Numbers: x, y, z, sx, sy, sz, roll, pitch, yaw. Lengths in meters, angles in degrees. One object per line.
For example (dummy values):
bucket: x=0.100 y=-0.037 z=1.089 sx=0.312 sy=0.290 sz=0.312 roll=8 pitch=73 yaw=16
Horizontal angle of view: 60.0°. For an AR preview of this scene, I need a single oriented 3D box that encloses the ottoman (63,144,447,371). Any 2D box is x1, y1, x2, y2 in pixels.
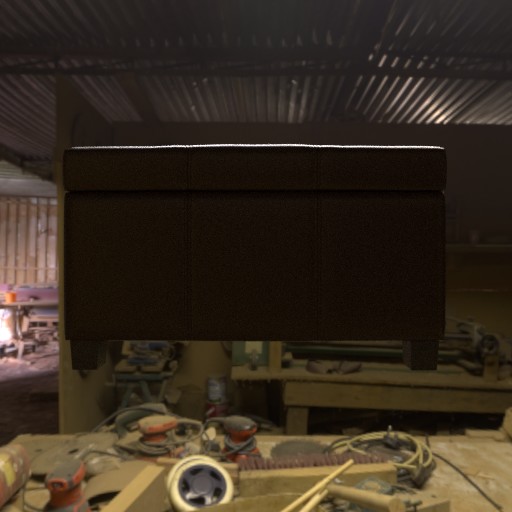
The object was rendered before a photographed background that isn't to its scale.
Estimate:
ottoman: x=0.000 y=0.000 z=1.272 sx=0.787 sy=0.460 sz=0.788 roll=0 pitch=0 yaw=0
